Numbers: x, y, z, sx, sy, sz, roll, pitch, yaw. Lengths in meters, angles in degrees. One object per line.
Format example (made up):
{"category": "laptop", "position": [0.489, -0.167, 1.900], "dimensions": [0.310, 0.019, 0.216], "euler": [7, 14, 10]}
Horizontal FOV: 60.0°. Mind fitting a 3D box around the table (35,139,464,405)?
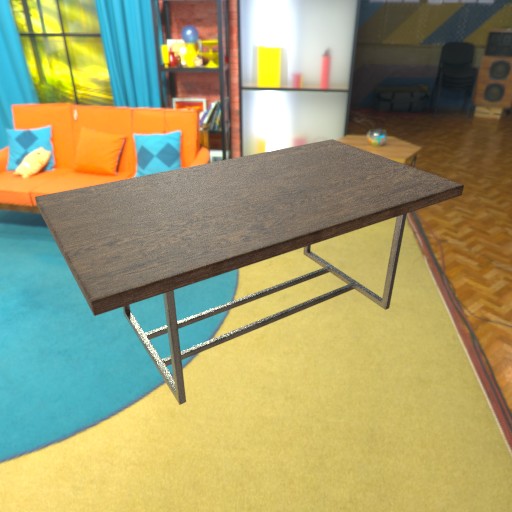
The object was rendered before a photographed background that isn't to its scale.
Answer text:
{"category": "table", "position": [0.000, 0.000, 2.526], "dimensions": [1.989, 0.795, 1.078], "euler": [-18, 35, -28]}
